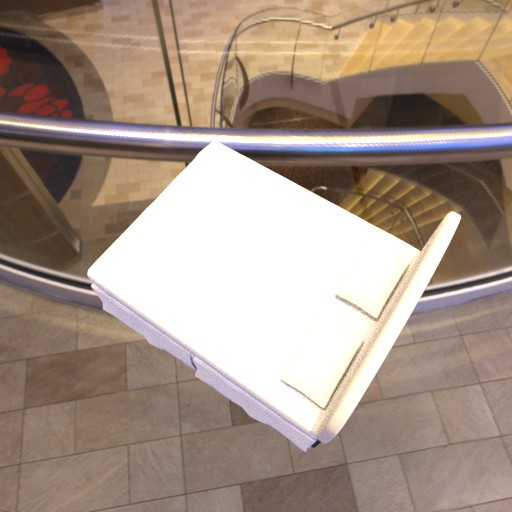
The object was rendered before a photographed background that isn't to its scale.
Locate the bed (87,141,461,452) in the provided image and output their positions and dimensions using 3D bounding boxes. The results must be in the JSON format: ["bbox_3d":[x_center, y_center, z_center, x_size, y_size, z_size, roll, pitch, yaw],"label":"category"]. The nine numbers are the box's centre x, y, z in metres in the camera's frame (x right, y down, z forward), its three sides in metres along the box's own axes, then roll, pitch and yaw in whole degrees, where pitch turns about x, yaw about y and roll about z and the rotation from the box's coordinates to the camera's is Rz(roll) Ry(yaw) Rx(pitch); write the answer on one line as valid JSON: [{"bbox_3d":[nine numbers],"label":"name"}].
[{"bbox_3d":[0.000,0.000,3.044,2.005,1.410,1.607,31,66,16],"label":"bed"}]
